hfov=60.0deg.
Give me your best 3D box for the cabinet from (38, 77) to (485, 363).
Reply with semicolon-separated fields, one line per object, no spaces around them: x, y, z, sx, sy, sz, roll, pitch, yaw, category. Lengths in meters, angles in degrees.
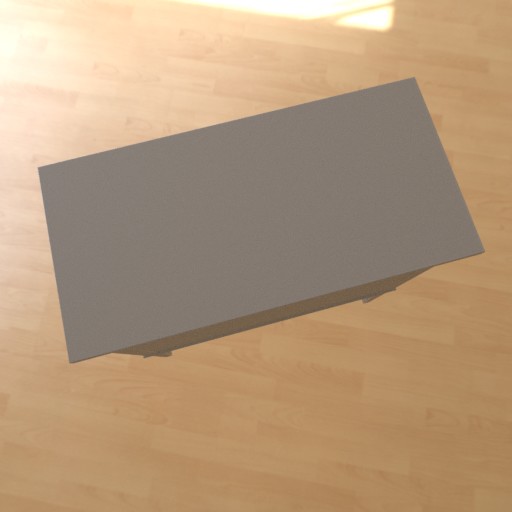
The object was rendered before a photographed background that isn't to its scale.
0.000;0.000;1.245;0.801;0.780;0.396;-15;77;-4;cabinet
